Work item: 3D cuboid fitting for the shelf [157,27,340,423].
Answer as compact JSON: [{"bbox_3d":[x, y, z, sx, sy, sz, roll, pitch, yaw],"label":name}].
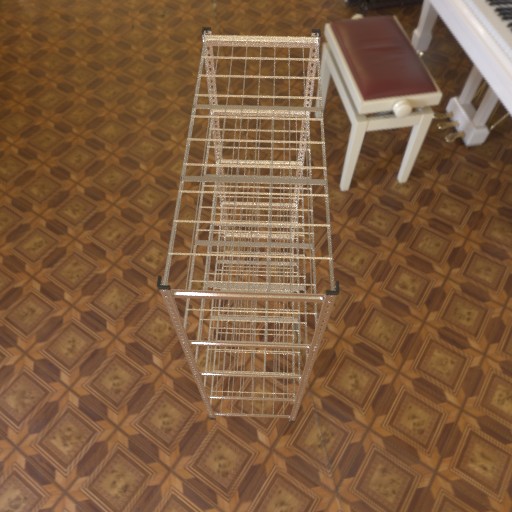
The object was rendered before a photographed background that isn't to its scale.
[{"bbox_3d":[0.000,0.000,2.710,0.610,1.981,1.524,2,58,1],"label":"shelf"}]
